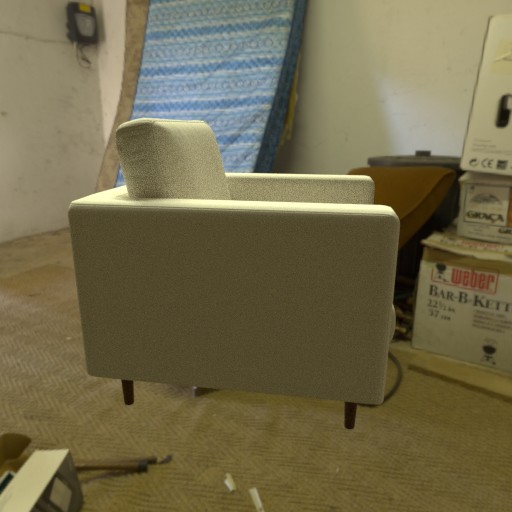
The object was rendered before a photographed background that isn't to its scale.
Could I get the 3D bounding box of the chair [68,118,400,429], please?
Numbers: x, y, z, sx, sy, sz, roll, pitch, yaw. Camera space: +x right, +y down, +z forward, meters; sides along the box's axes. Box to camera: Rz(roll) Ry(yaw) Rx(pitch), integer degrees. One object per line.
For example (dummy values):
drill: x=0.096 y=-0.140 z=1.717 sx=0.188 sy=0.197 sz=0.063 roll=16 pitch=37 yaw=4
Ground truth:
chair: x=0.000 y=0.000 z=1.523 sx=0.879 sy=0.899 sz=0.831 roll=3 pitch=16 yaw=9
